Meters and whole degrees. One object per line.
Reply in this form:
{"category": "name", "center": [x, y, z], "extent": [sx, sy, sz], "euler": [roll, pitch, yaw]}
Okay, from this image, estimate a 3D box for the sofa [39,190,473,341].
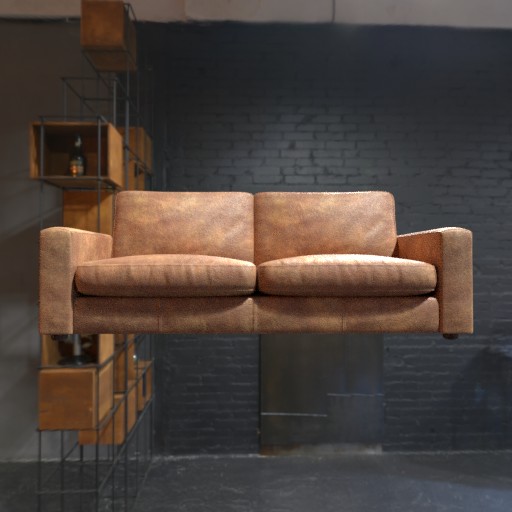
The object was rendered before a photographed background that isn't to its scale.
{"category": "sofa", "center": [0.000, 0.000, 2.677], "extent": [2.179, 0.873, 1.016], "euler": [0, -1, -1]}
